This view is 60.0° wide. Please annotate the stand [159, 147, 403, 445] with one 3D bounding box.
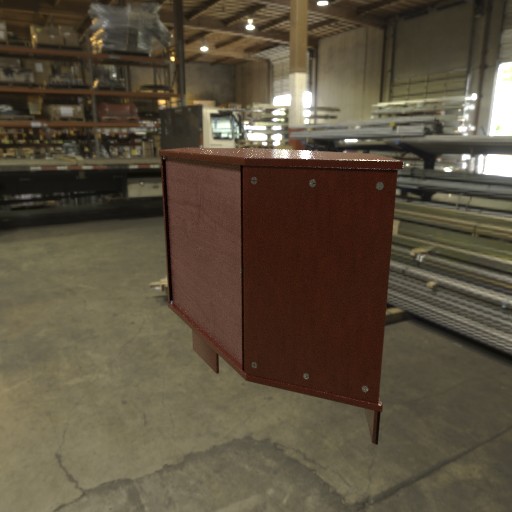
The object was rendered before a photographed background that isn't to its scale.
[{"bbox_3d":[0.000,0.000,1.341,0.381,0.614,1.072,-9,17,-29],"label":"stand"}]
